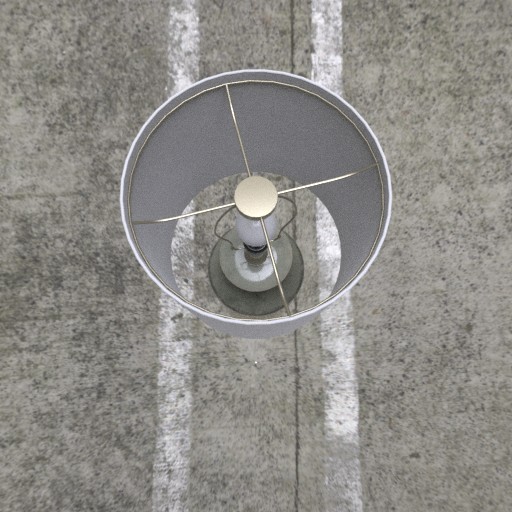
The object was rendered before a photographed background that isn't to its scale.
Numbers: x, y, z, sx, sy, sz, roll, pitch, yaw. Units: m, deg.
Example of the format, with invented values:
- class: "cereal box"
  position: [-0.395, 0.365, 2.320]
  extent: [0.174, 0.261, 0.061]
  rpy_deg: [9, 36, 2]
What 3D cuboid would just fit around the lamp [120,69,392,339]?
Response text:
- class: "lamp"
  position: [0.000, 0.000, 0.565]
  extent: [0.211, 0.455, 0.211]
  rpy_deg: [0, 76, 0]
